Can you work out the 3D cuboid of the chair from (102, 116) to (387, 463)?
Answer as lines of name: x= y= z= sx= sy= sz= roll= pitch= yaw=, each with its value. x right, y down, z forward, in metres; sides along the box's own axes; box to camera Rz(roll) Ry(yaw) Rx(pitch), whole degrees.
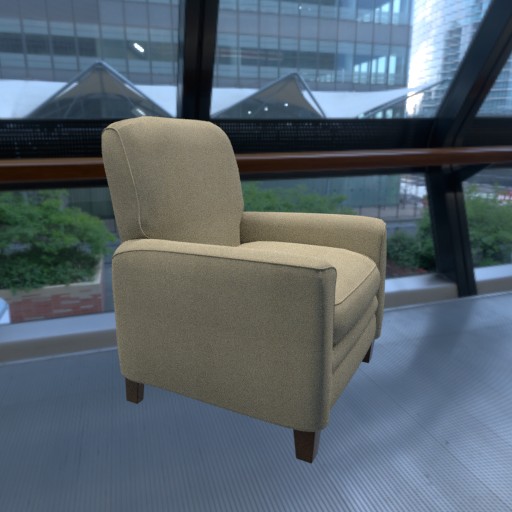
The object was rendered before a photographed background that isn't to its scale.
chair: x=0.000 y=0.000 z=1.666 sx=0.853 sy=1.006 sz=0.850 roll=7 pitch=16 yaw=27
